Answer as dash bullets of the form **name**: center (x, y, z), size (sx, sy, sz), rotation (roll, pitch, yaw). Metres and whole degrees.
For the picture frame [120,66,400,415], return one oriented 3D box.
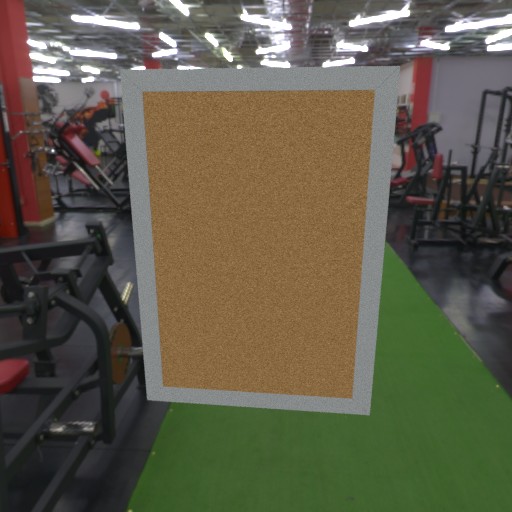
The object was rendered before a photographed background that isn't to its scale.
- **picture frame**: center (0.000, 0.000, 0.585), size (0.326, 0.459, 0.011), rotation (2, 17, 6)
